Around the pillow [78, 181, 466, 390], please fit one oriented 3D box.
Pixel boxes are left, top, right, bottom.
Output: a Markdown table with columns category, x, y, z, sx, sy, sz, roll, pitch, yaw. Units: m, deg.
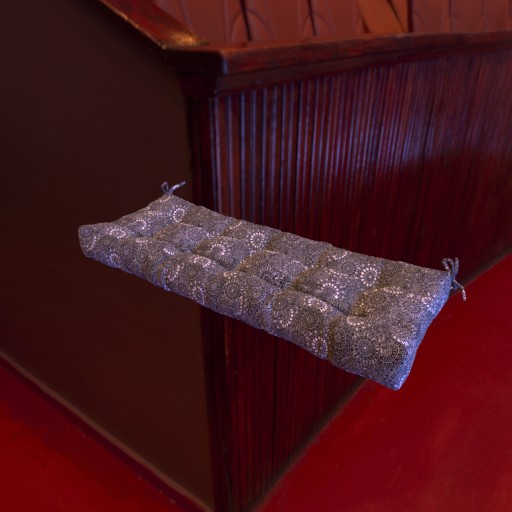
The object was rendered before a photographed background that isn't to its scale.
| category | x | y | z | sx | sy | sz | roll | pitch | yaw |
| --- | --- | --- | --- | --- | --- | --- | --- | --- | --- |
| pillow | 0.000 | 0.000 | 1.399 | 1.194 | 0.174 | 0.511 | 19 | 34 | 30 |
